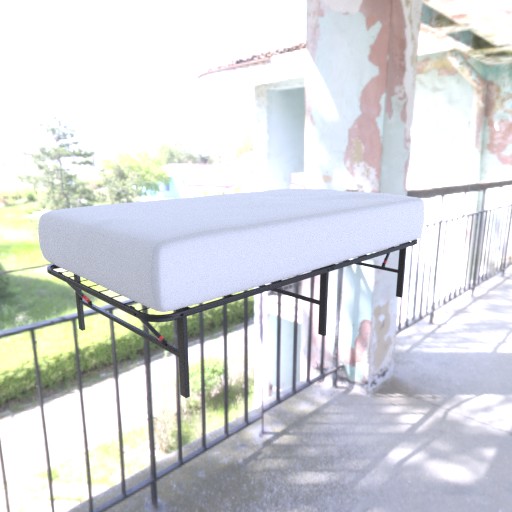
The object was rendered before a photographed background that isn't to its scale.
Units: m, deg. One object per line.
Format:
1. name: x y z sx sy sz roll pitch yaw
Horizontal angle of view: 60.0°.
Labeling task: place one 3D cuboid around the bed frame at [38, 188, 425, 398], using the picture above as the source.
1. bed frame: 0.000 0.000 2.420 1.908 0.640 1.025 -13 19 -43
